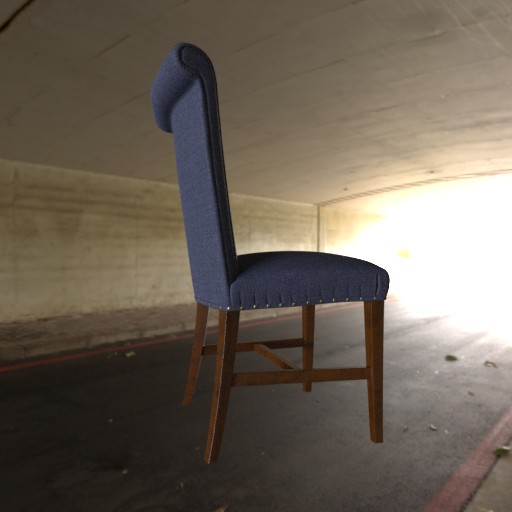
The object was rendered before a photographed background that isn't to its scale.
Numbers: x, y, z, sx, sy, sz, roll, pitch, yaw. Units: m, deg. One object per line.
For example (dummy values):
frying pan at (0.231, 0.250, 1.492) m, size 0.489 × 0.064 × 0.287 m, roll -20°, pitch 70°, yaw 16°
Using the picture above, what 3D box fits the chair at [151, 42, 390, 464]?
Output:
chair at (0.000, 0.000, 1.322) m, size 0.608 × 0.988 × 0.513 m, roll 0°, pitch 0°, yaw -17°
